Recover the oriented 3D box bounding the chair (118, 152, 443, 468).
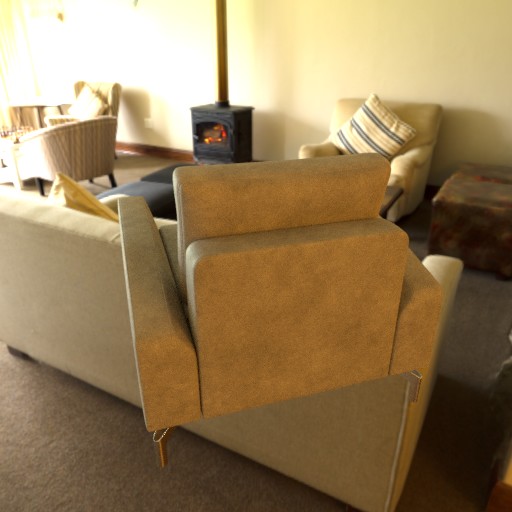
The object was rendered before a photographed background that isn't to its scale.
[{"bbox_3d":[0.000,0.000,1.576,0.900,0.800,0.900,-8,27,-16],"label":"chair"}]
